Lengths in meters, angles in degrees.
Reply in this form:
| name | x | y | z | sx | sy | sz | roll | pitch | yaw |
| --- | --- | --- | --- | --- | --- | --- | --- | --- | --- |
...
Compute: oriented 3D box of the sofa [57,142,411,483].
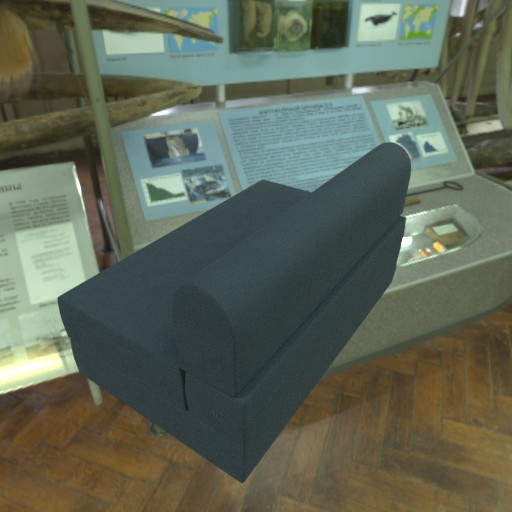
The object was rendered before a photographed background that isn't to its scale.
| name | x | y | z | sx | sy | sz | roll | pitch | yaw |
| --- | --- | --- | --- | --- | --- | --- | --- | --- | --- |
| sofa | 0.000 | 0.000 | 1.686 | 0.762 | 0.660 | 1.219 | 20 | 38 | 29 |
